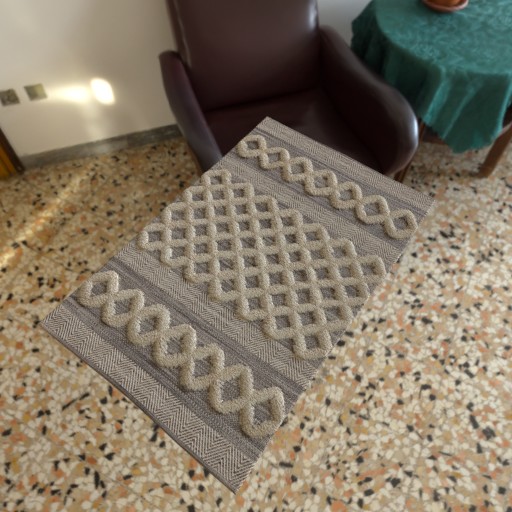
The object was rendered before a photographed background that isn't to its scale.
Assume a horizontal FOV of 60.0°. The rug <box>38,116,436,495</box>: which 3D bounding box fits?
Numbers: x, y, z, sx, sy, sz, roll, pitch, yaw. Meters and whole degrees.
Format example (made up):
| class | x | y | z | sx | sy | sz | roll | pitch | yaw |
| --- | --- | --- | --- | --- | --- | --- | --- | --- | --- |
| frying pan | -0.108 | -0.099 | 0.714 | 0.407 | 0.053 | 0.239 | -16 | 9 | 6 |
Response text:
| class | x | y | z | sx | sy | sz | roll | pitch | yaw |
| --- | --- | --- | --- | --- | --- | --- | --- | --- | --- |
| rug | 0.000 | 0.000 | 2.900 | 1.513 | 0.033 | 2.333 | 32 | 62 | 19 |
